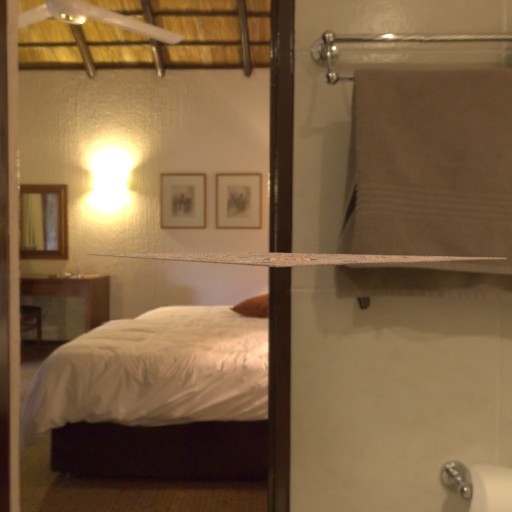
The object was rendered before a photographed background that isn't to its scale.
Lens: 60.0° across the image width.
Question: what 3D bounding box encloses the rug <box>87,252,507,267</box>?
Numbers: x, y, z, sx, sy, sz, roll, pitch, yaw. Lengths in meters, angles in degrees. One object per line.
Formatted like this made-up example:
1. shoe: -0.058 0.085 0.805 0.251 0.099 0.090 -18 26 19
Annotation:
1. rug: 0.000 0.000 2.884 1.515 0.007 2.427 -1 2 -35
